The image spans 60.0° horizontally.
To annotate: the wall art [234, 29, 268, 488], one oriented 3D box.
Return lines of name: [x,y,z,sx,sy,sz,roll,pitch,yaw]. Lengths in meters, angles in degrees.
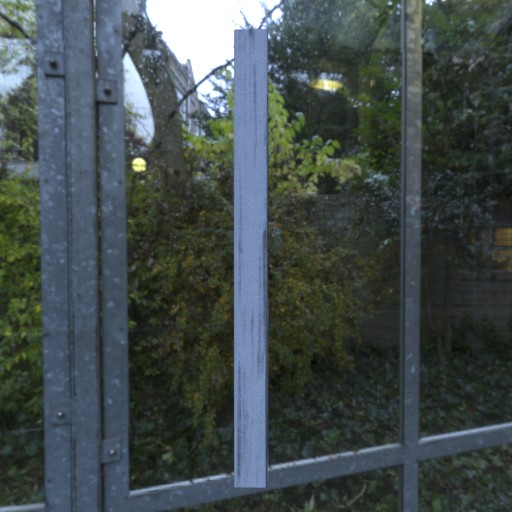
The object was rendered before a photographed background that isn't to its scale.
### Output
wall art: [0.000,0.000,0.741,0.038,0.506,0.506,0,1,1]
